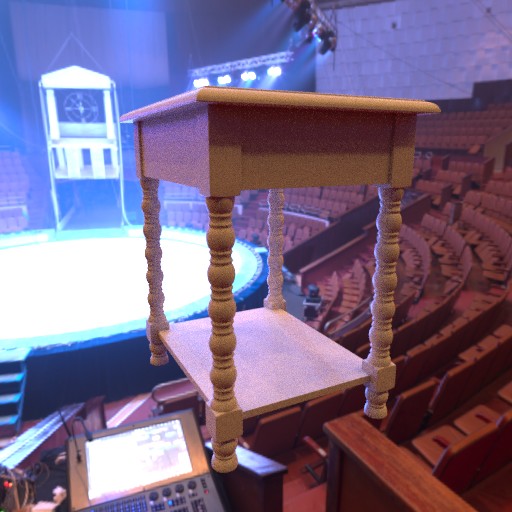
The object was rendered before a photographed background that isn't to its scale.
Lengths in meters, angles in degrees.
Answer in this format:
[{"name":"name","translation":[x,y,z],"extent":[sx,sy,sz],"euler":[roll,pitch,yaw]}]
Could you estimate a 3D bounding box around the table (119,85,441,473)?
[{"name":"table","translation":[0.000,0.000,0.829],"extent":[0.381,0.531,0.460],"euler":[-7,15,-26]}]
